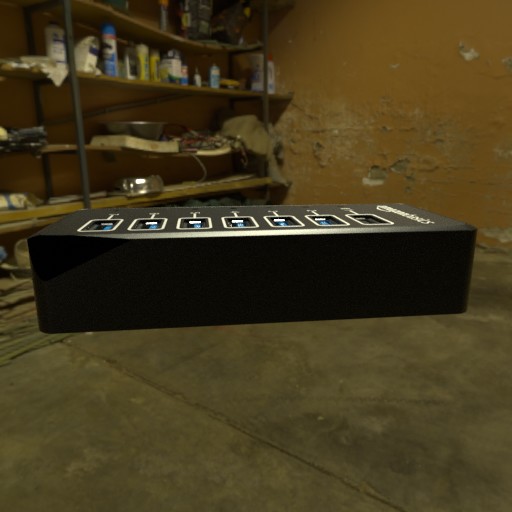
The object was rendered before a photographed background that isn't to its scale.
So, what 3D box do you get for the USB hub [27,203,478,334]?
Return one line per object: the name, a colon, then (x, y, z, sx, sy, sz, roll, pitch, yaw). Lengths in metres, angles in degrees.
USB hub: (0.000, 0.000, 0.128, 0.110, 0.023, 0.044, -2, 15, -7)
